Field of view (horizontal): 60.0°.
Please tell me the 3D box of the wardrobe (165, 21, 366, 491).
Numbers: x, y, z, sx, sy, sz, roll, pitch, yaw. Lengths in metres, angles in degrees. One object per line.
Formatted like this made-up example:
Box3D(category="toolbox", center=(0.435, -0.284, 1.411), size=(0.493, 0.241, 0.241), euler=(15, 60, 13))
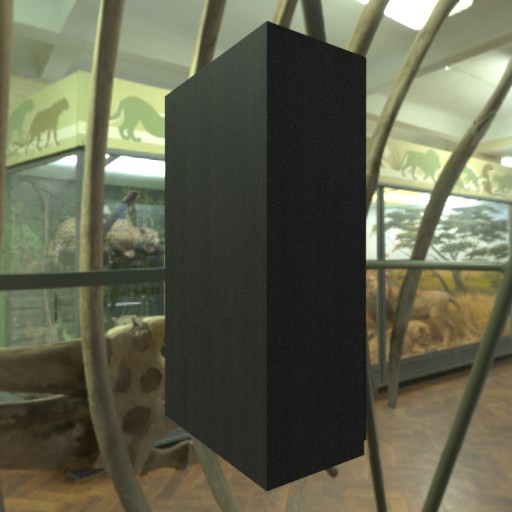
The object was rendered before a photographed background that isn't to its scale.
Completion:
Box3D(category="wardrobe", center=(0.000, 0.000, 2.272), size=(0.577, 1.808, 0.991), euler=(0, 0, -35))
